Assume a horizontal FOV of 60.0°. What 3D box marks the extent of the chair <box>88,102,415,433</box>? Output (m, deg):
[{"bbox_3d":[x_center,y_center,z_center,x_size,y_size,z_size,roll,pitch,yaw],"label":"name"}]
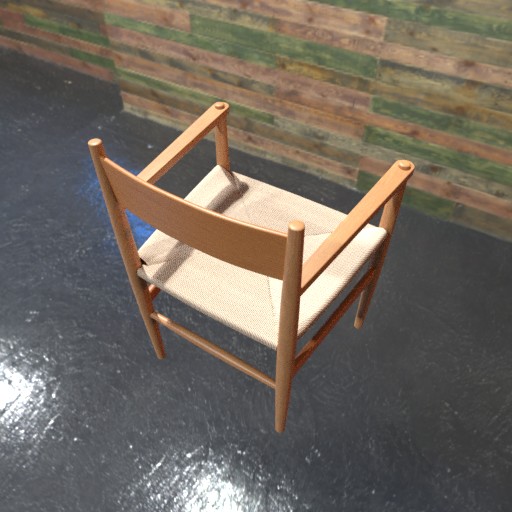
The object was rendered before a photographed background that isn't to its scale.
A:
[{"bbox_3d":[0.000,0.000,1.141,0.556,0.762,0.495,25,51,22],"label":"chair"}]
